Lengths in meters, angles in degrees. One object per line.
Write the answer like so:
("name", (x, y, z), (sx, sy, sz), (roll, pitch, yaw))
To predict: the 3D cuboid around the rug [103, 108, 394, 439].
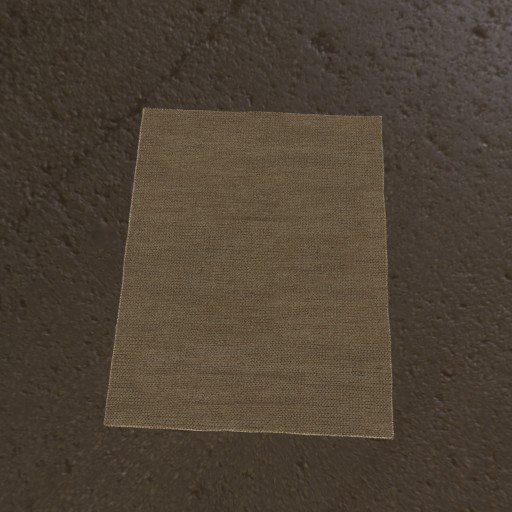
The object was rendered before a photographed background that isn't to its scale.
("rug", (0.000, 0.000, 4.081), (2.429, 0.030, 3.052), (2, 74, 1))
